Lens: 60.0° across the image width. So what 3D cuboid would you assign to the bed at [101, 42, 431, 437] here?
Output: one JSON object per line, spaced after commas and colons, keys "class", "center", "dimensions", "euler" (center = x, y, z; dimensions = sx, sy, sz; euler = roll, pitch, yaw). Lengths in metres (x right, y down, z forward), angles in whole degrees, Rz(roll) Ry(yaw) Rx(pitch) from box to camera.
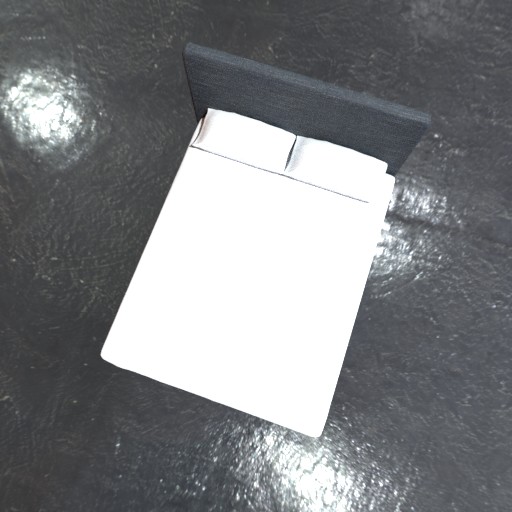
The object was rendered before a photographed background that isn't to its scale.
{"class": "bed", "center": [0.000, 0.000, 3.173], "dimensions": [1.723, 1.330, 2.142], "euler": [19, 76, 5]}
